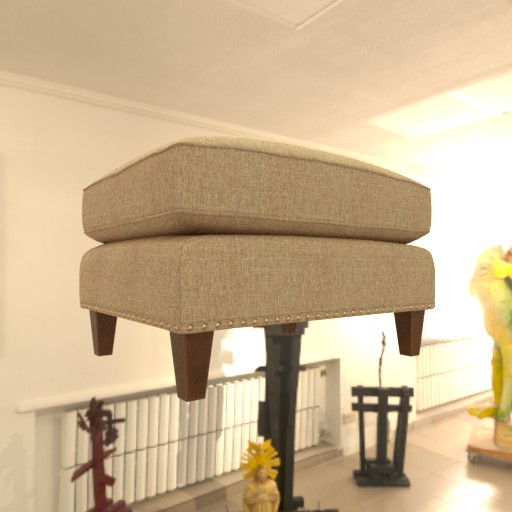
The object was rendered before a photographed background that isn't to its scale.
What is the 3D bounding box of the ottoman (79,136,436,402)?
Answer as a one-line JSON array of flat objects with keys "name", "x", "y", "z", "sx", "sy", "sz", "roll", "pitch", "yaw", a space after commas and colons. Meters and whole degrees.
[{"name": "ottoman", "x": 0.000, "y": 0.000, "z": 1.156, "sx": 0.741, "sy": 0.513, "sz": 0.584, "roll": 1, "pitch": -2, "yaw": -37}]
